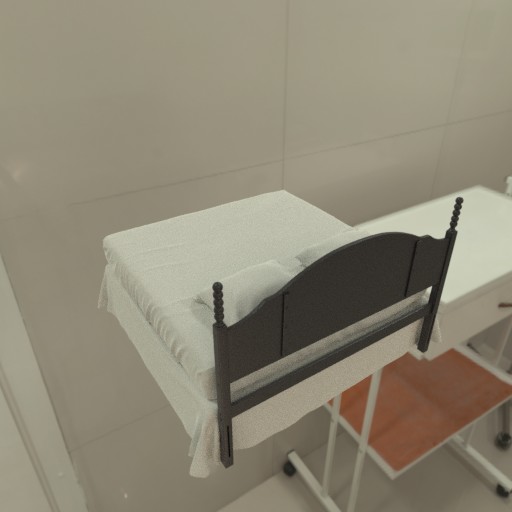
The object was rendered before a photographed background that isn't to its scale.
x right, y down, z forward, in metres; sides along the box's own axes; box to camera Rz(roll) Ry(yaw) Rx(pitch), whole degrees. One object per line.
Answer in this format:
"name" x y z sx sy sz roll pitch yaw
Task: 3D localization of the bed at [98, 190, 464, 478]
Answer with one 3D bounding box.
"bed" 0.000 0.000 3.635 2.322 1.355 2.219 -19 35 -28
